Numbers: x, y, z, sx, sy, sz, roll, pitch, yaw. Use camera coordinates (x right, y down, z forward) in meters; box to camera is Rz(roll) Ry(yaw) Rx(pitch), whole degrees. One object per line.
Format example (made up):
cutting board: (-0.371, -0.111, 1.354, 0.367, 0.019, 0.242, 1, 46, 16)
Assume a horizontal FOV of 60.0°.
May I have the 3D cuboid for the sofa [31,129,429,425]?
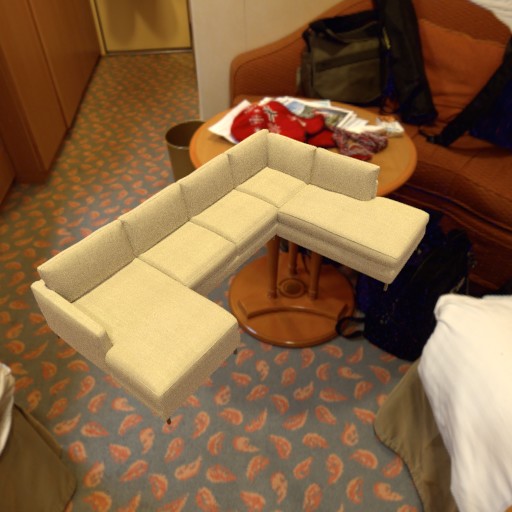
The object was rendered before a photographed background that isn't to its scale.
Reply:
sofa: (0.000, 0.000, 3.534, 1.879, 0.756, 2.737, 26, 47, 26)
